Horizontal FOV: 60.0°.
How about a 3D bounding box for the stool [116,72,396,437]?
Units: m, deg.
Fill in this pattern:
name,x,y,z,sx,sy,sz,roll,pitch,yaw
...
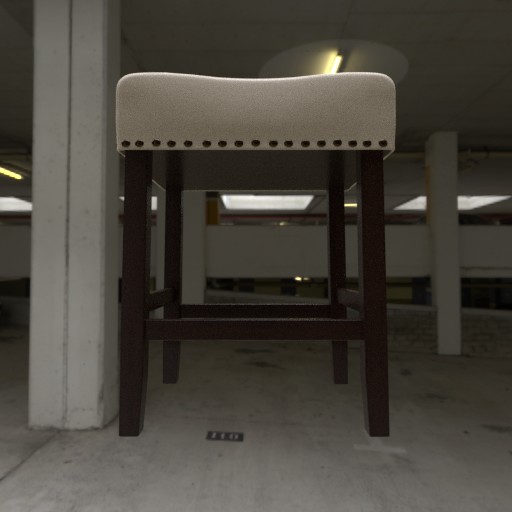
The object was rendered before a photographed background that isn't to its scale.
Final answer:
name,x,y,z,sx,sy,sz,roll,pitch,yaw
stool,0.000,0.000,0.922,0.471,0.609,0.401,0,-2,0
